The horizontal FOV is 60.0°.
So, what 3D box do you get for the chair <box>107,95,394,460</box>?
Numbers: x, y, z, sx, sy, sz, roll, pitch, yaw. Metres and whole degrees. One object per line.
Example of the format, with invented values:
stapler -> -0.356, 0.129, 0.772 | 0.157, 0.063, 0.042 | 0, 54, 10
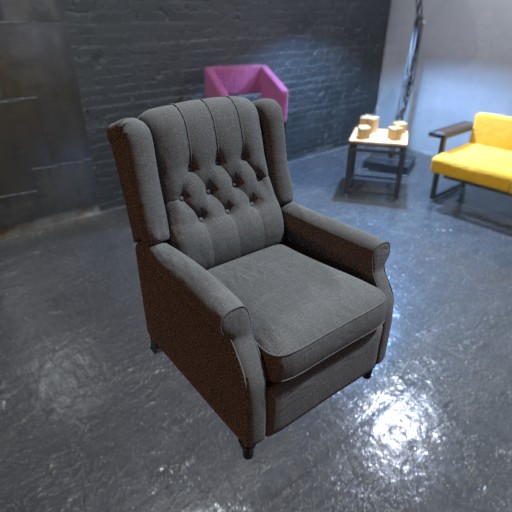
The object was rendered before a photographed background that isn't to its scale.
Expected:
chair -> 0.000, 0.000, 1.659 | 0.742, 1.035, 0.898 | -21, 35, -32
